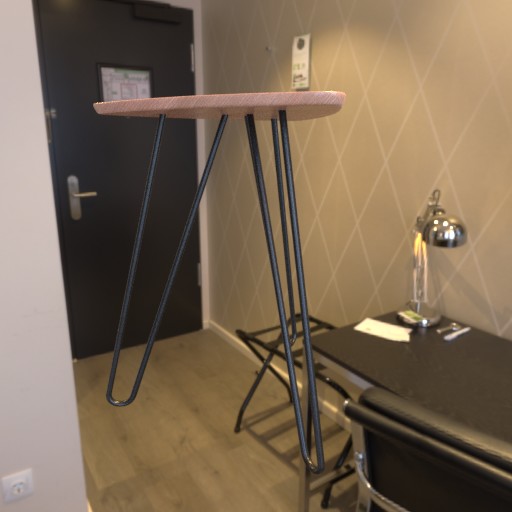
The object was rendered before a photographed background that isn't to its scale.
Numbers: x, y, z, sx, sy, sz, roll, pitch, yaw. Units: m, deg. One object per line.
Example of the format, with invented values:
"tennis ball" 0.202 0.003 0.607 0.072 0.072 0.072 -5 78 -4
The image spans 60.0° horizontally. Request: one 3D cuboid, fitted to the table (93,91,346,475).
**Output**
"table" 0.000 0.000 0.885 0.442 0.564 0.455 7 16 26
